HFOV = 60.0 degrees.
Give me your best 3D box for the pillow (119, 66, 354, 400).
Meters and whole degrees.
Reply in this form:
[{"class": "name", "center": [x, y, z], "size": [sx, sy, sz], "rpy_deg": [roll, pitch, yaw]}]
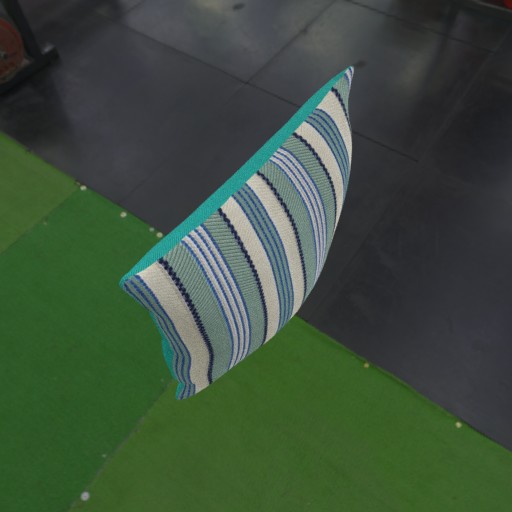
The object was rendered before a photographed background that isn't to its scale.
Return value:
[{"class": "pillow", "center": [0.000, 0.000, 0.694], "size": [0.182, 0.441, 0.440], "rpy_deg": [33, 64, 18]}]
